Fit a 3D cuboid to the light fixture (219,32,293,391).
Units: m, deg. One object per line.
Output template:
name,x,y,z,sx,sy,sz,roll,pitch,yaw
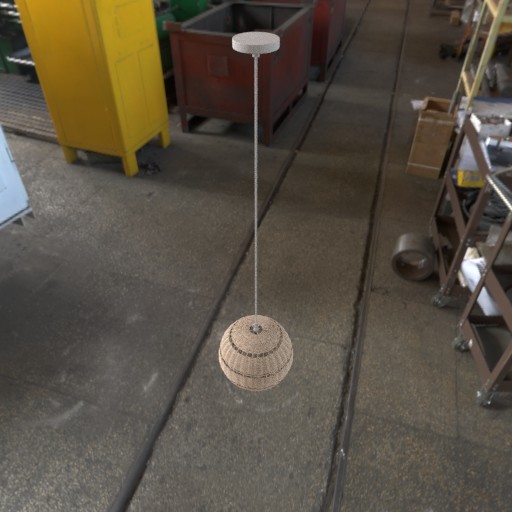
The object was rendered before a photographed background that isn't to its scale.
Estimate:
light fixture,0.000,0.000,2.217,0.457,2.019,0.457,-11,42,-13
